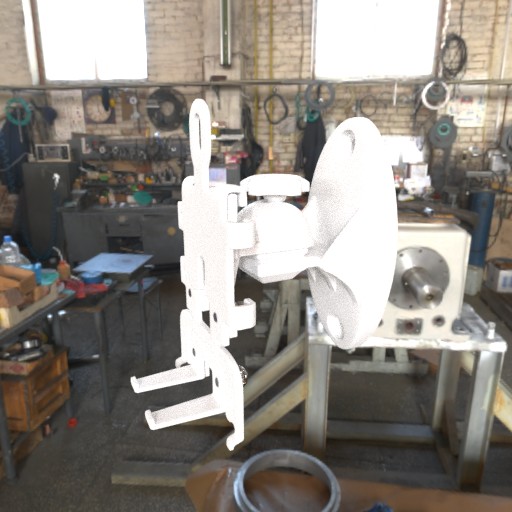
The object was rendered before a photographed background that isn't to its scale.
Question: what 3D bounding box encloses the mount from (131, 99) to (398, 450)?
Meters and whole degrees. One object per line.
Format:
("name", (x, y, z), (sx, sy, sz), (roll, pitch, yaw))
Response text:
("mount", (0.000, 0.000, 0.178), (0.100, 0.118, 0.066), (-7, 17, -25))
